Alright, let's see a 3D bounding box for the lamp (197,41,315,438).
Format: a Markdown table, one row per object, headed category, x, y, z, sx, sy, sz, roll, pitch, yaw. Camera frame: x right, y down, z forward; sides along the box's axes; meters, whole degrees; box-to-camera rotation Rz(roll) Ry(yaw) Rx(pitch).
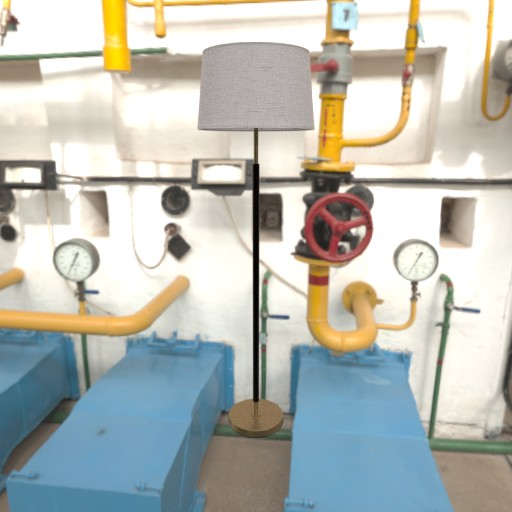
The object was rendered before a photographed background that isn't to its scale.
| category | x | y | z | sx | sy | sz | roll | pitch | yaw |
| --- | --- | --- | --- | --- | --- | --- | --- | --- | --- |
| lamp | 0.000 | 0.000 | 1.712 | 0.420 | 1.447 | 0.420 | 0 | 14 | 0 |
